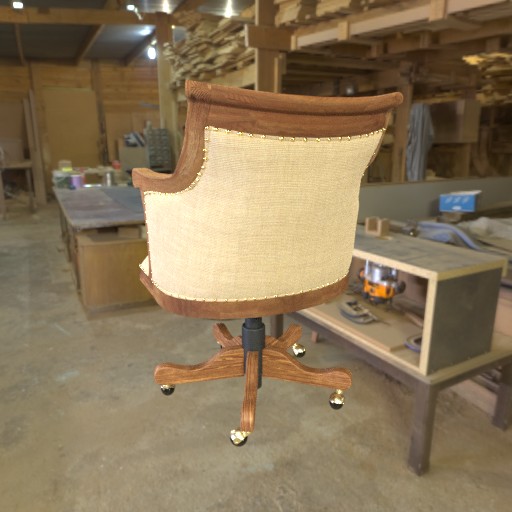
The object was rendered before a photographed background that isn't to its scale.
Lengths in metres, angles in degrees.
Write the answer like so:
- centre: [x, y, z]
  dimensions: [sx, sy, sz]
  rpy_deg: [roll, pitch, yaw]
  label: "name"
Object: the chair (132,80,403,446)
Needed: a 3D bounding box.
- centre: [0.000, 0.000, 1.409]
  dimensions: [0.656, 0.965, 0.689]
  rpy_deg: [-8, 17, -26]
  label: "chair"
